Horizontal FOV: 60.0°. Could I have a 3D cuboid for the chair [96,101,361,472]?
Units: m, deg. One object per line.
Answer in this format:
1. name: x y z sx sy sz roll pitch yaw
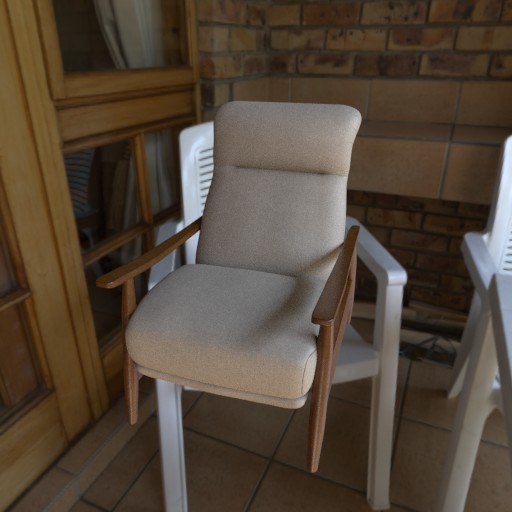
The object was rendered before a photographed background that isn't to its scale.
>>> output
1. chair: 0.000 0.000 1.787 0.762 1.082 1.030 8 26 16
